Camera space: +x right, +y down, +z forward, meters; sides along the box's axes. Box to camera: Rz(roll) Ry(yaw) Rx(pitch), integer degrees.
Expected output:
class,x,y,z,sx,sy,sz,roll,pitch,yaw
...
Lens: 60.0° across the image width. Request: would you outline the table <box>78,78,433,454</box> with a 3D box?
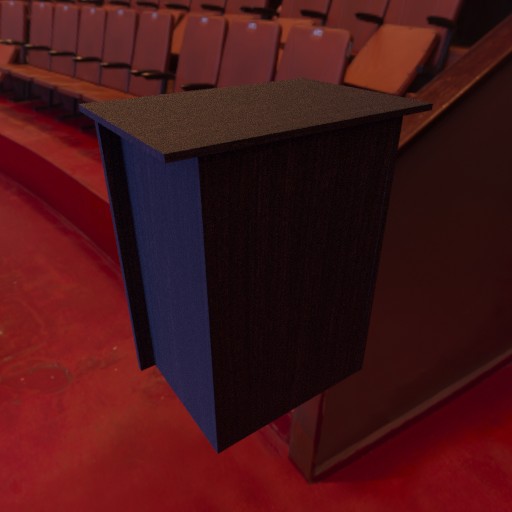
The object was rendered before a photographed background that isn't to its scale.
class,x,y,z,sx,sy,sz,roll,pitch,yaw
table,0.000,0.000,1.072,0.591,0.711,0.406,-19,35,-30
